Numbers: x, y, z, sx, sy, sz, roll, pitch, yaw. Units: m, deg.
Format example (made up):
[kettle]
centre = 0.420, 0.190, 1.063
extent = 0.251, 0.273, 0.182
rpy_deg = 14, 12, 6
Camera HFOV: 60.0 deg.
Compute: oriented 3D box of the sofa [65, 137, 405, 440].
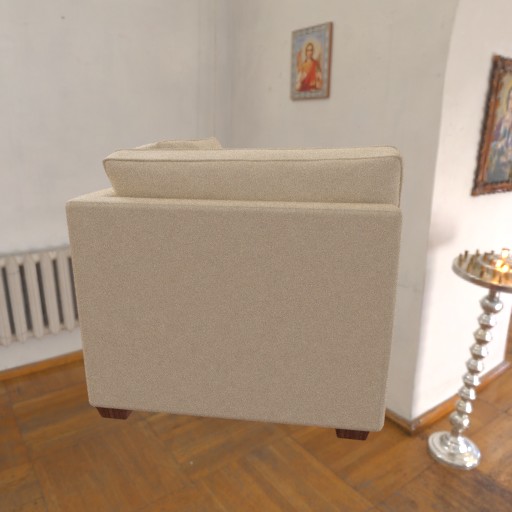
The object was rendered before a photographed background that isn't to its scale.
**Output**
[sofa]
centre = 0.000, 0.000, 1.965
extent = 1.084, 1.002, 1.146
rpy_deg = 2, 16, 8
